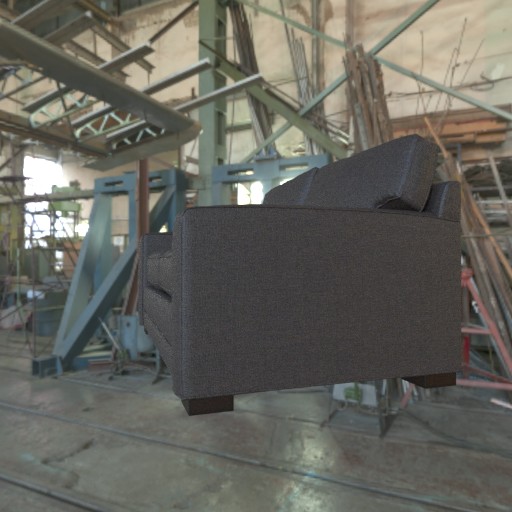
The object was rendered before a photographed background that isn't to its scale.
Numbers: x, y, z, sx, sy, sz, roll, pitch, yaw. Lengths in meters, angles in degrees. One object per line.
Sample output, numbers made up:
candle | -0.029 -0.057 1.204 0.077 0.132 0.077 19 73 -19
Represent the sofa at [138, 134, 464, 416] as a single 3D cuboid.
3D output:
sofa | 0.000 0.000 2.072 0.974 0.887 1.534 0 0 -19
